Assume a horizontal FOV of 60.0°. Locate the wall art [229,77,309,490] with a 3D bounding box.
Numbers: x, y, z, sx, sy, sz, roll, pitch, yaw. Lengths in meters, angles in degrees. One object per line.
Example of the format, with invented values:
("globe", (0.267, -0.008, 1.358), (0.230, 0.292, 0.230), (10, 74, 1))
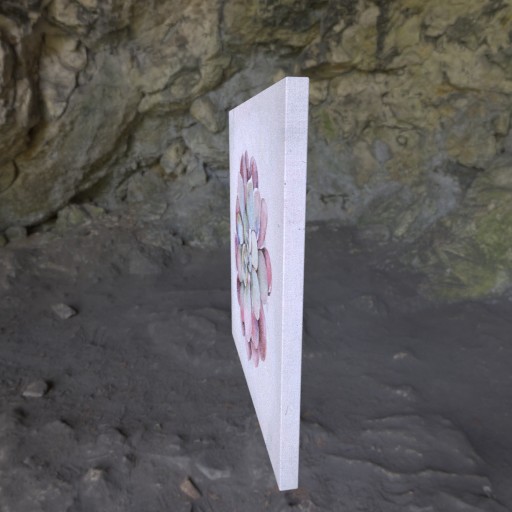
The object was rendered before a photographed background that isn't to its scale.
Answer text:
("wall art", (0.000, 0.000, 1.144), (0.041, 0.762, 0.762), (-2, 14, -10))
